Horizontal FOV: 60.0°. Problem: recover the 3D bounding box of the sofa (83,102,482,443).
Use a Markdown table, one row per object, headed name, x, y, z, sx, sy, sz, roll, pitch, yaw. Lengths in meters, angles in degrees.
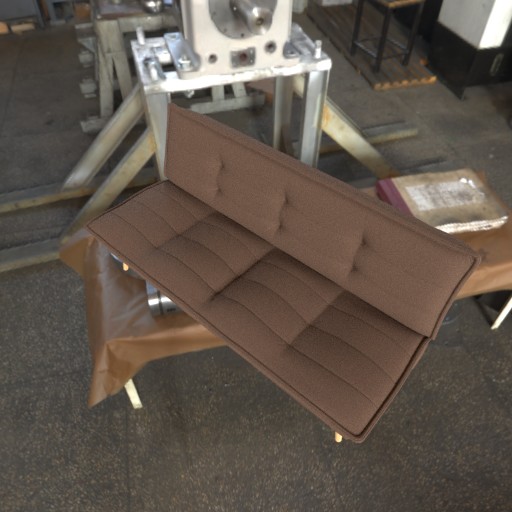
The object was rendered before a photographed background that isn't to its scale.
| name | x | y | z | sx | sy | sz | roll | pitch | yaw |
| --- | --- | --- | --- | --- | --- | --- | --- | --- | --- |
| sofa | 0.000 | 0.000 | 2.410 | 1.940 | 0.890 | 0.950 | 33 | 55 | 27 |
